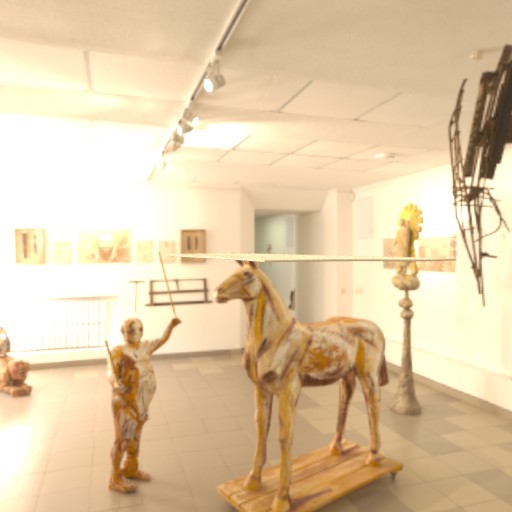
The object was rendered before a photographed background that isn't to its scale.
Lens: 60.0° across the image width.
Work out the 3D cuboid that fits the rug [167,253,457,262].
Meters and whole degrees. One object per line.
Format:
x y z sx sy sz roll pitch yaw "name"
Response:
0.000 0.000 2.697 0.770 0.016 2.442 0 1 -19 "rug"
